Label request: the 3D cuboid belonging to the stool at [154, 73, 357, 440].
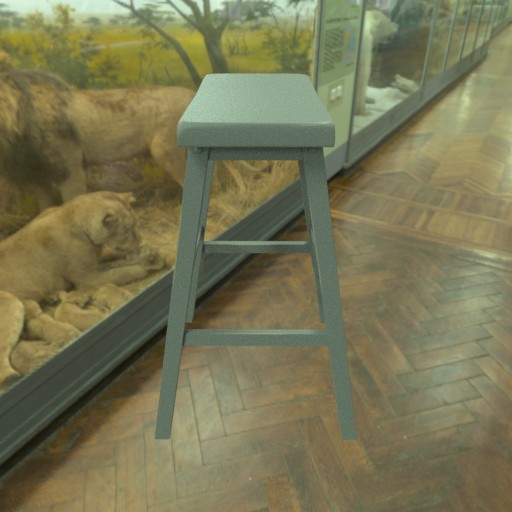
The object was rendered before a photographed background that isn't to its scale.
[{"bbox_3d":[0.000,0.000,1.047,0.476,0.737,0.457,0,31,0],"label":"stool"}]
